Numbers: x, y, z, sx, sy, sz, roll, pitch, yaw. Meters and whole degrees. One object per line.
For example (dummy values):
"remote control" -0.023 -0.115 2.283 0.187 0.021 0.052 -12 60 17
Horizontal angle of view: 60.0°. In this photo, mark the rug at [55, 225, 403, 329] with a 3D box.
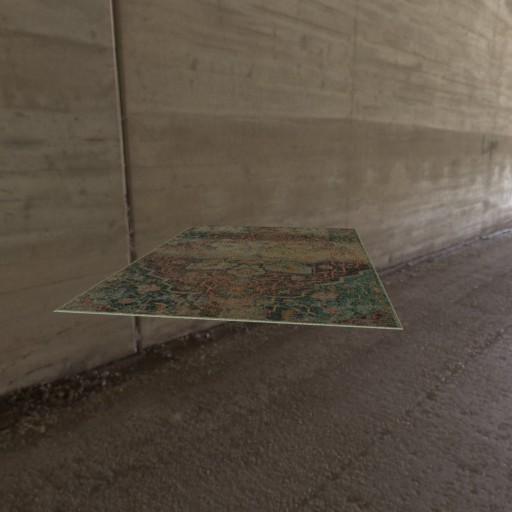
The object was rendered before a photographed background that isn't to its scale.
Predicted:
"rug" 0.000 0.000 3.023 1.566 0.004 2.363 2 14 8
